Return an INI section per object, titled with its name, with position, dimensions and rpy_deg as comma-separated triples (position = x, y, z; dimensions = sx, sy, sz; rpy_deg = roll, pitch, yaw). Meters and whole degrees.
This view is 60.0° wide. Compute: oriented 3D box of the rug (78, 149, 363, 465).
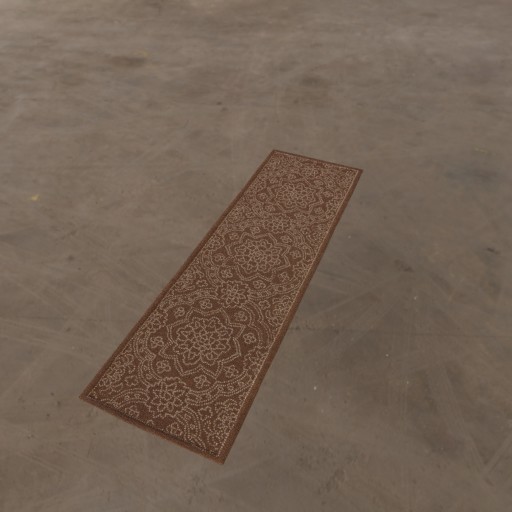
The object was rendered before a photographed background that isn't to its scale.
[rug]
position = 0.000, 0.000, 2.778
dimensions = 0.769, 0.012, 2.448
rpy_deg = 17, 47, 17
